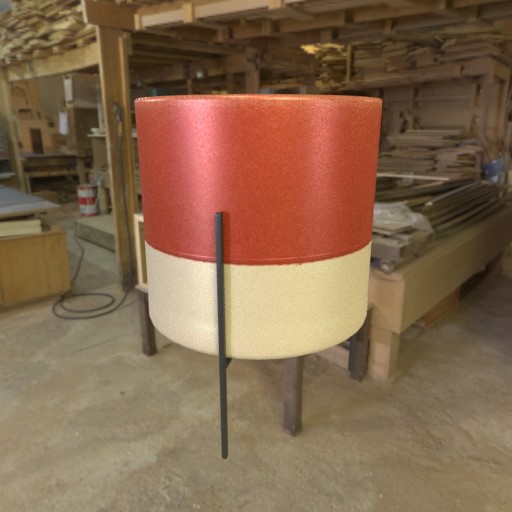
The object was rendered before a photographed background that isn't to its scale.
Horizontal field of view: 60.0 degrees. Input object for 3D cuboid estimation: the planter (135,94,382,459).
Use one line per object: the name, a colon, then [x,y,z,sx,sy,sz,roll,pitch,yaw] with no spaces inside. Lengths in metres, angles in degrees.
planter: [0.000,0.000,0.702,0.354,0.465,0.345,16,23,42]
